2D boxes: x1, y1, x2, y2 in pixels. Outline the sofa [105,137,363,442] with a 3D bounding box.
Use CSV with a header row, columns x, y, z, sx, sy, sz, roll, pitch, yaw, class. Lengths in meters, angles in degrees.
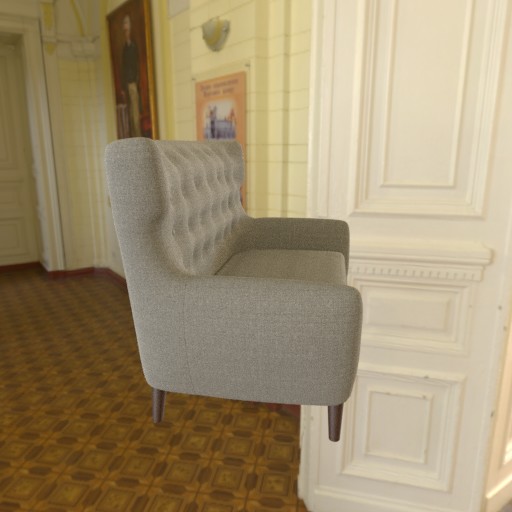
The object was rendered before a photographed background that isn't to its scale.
x,y,z,sx,sy,sz,roll,pitch,yaw,class
0.000,0.000,2.024,0.884,1.028,1.386,2,14,9,sofa
